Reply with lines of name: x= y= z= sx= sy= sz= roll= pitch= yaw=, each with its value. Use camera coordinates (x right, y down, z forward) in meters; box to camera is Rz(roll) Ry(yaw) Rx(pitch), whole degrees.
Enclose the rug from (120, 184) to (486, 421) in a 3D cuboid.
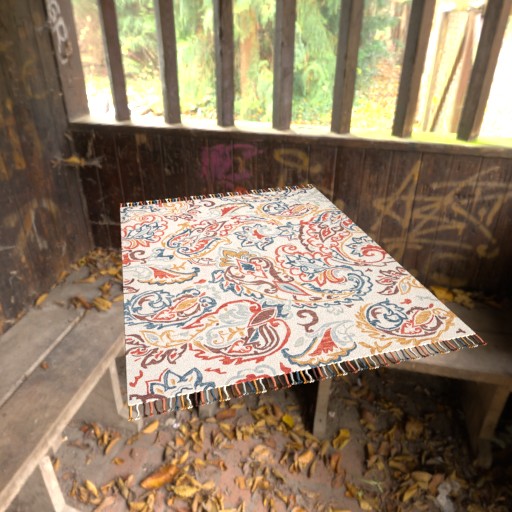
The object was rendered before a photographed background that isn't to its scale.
rug: x=0.000 y=0.000 z=4.185 sx=2.439 sy=0.015 sz=3.274 roll=-8 pitch=31 yaw=-14
